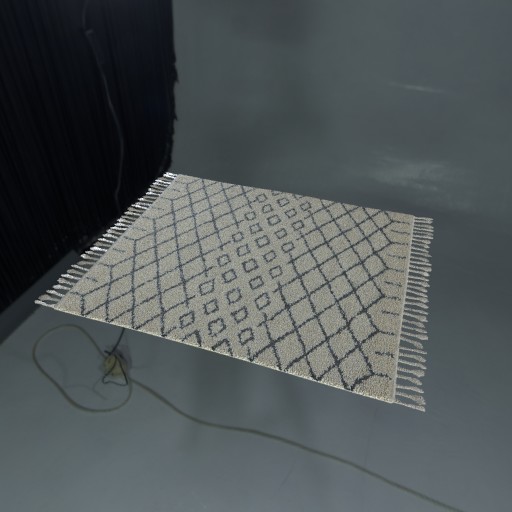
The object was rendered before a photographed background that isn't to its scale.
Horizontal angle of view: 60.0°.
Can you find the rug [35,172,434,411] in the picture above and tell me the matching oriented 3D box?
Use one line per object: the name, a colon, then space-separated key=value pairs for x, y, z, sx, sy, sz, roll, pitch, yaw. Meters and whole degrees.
rug: x=0.000 y=0.000 z=4.255 sx=3.213 sy=0.030 sz=2.388 roll=12 pitch=41 yaw=14
